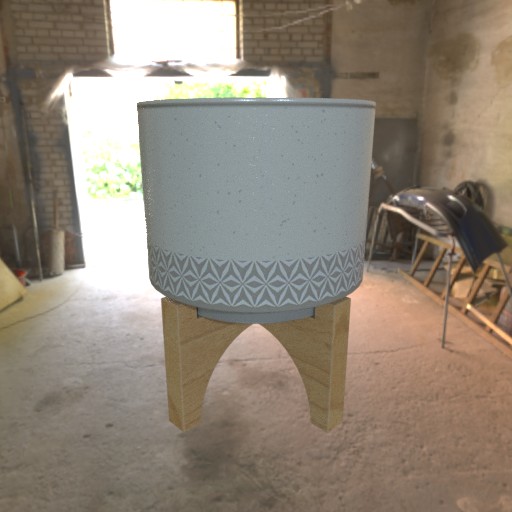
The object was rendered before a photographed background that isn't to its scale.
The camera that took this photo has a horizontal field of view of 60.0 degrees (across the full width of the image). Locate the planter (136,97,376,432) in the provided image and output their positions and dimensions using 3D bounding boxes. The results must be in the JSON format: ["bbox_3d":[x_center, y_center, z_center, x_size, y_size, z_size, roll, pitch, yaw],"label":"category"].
[{"bbox_3d":[0.000,0.000,0.273,0.130,0.178,0.130,0,17,0],"label":"planter"}]
